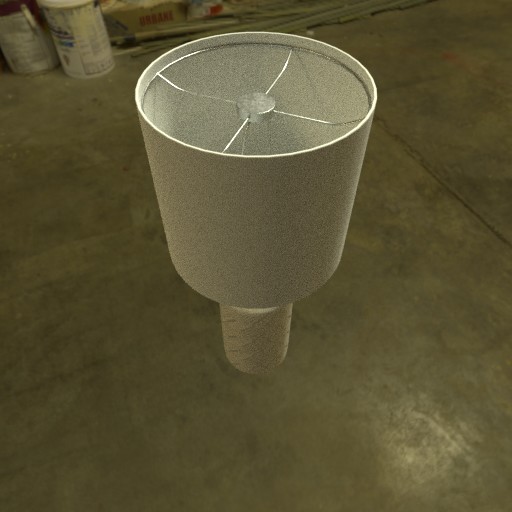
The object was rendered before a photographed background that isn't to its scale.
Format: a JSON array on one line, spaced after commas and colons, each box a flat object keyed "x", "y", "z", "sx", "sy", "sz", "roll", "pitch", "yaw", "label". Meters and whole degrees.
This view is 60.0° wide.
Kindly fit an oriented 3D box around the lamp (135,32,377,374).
[{"x": 0.000, "y": 0.000, "z": 0.559, "sx": 0.207, "sy": 0.461, "sz": 0.207, "roll": 17, "pitch": 52, "yaw": 14, "label": "lamp"}]
